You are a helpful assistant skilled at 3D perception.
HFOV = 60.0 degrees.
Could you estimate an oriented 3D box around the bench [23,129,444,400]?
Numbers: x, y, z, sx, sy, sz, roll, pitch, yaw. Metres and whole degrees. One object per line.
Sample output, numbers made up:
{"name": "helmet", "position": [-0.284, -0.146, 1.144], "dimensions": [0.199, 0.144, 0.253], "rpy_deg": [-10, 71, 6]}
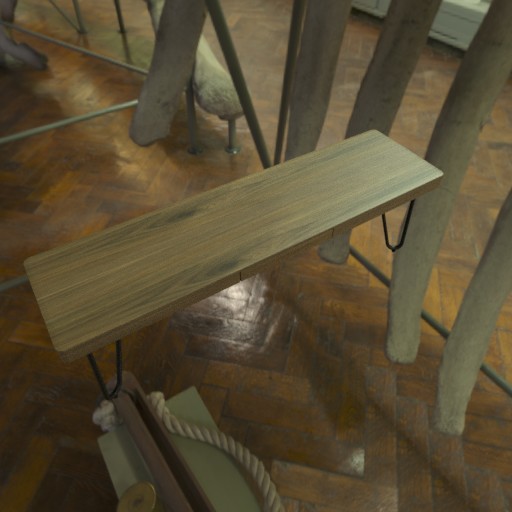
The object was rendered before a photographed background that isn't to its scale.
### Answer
{"name": "bench", "position": [0.000, 0.000, 1.800], "dimensions": [1.570, 0.462, 0.425], "rpy_deg": [-25, 51, -22]}
